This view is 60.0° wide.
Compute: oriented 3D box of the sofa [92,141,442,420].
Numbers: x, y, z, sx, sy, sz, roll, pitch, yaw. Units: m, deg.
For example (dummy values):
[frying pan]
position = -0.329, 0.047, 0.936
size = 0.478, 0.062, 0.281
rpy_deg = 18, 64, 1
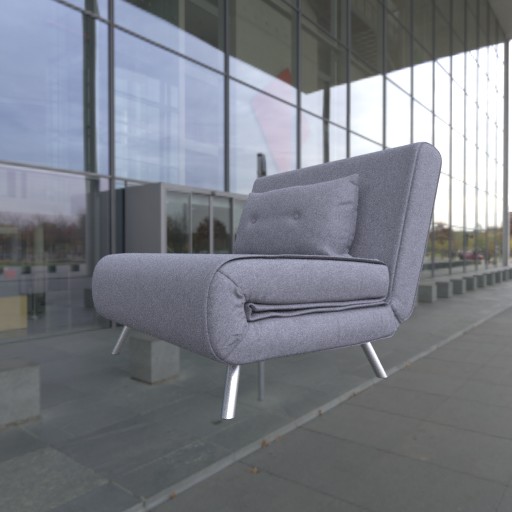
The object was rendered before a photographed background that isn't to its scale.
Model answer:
[sofa]
position = 0.000, 0.000, 1.749
size = 1.000, 0.825, 1.020
rpy_deg = 0, 1, -36
